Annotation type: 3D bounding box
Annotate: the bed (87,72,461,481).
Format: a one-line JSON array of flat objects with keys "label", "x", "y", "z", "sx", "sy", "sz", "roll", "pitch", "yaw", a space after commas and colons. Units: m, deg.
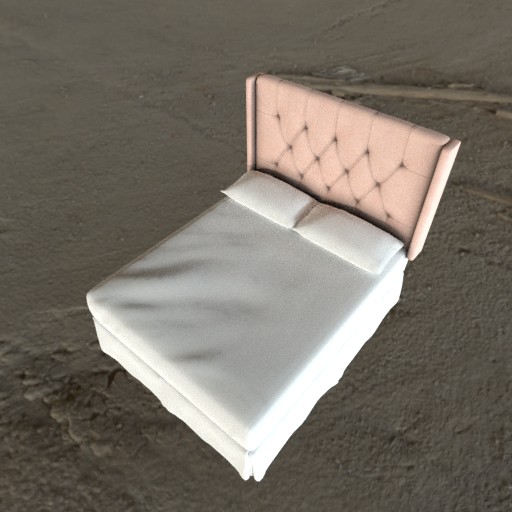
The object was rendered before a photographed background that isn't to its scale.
[{"label": "bed", "x": 0.000, "y": 0.000, "z": 3.254, "sx": 1.719, "sy": 1.665, "sz": 2.066, "roll": 31, "pitch": 52, "yaw": 27}]
